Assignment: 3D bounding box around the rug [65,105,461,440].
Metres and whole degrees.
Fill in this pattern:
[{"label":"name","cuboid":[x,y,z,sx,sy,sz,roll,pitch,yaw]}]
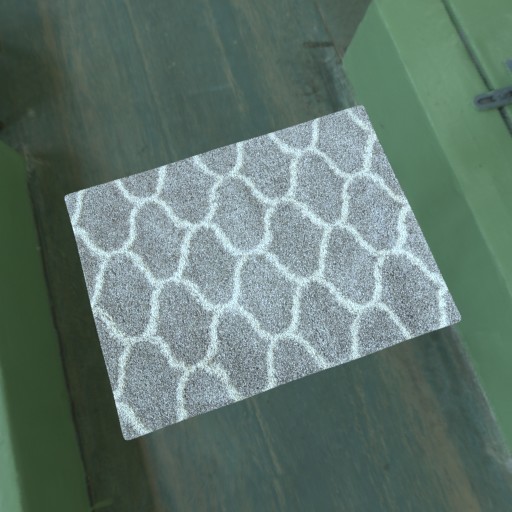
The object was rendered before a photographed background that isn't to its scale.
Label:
[{"label":"rug","cuboid":[0.000,0.000,2.120,1.600,0.025,1.200,-18,76,-5]}]
